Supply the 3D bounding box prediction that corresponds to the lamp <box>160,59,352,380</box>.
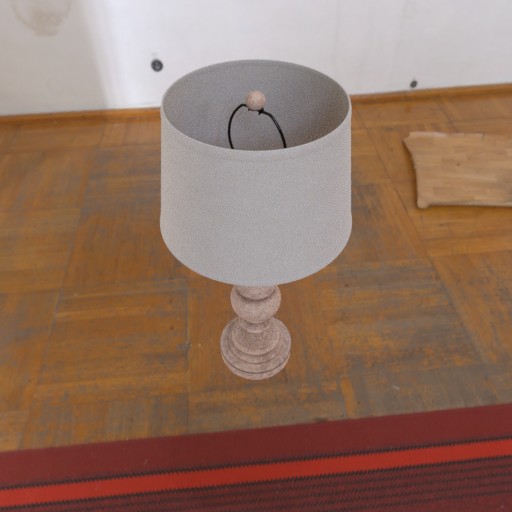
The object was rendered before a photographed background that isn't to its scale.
[{"bbox_3d":[0.000,0.000,0.874,0.340,0.678,0.340,0,47,0],"label":"lamp"}]
